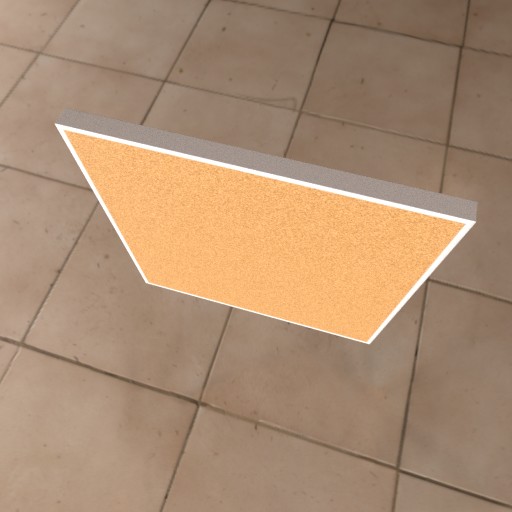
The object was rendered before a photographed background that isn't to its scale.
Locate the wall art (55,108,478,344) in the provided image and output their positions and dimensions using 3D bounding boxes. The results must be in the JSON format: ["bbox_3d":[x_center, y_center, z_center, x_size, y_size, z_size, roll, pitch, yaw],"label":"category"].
[{"bbox_3d":[0.000,0.000,1.129,0.768,0.765,0.041,14,65,7],"label":"wall art"}]
